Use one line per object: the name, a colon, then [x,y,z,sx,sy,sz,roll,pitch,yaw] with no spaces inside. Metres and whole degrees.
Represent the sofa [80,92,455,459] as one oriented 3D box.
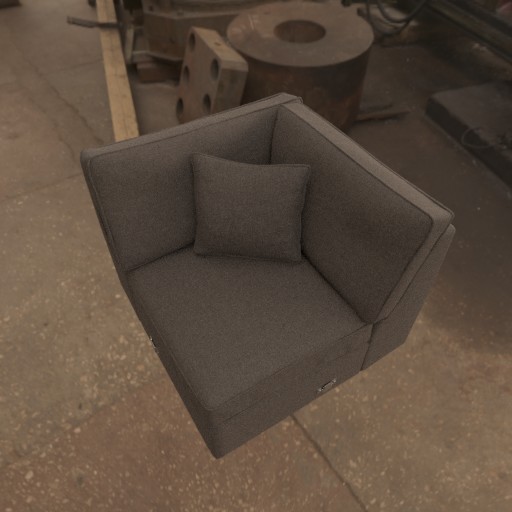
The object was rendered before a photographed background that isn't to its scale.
sofa: [0.000,0.000,1.958,1.084,1.002,1.146,-25,51,-21]
